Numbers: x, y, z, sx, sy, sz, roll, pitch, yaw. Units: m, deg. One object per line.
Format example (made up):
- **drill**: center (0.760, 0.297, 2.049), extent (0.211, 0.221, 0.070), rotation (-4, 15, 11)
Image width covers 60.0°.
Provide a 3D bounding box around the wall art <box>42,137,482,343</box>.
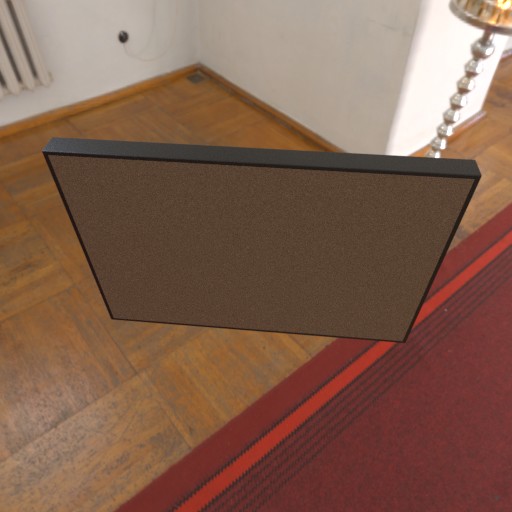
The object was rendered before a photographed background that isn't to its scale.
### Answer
- **wall art**: center (0.000, 0.000, 1.194), extent (0.939, 0.640, 0.058), rotation (4, 47, 4)
